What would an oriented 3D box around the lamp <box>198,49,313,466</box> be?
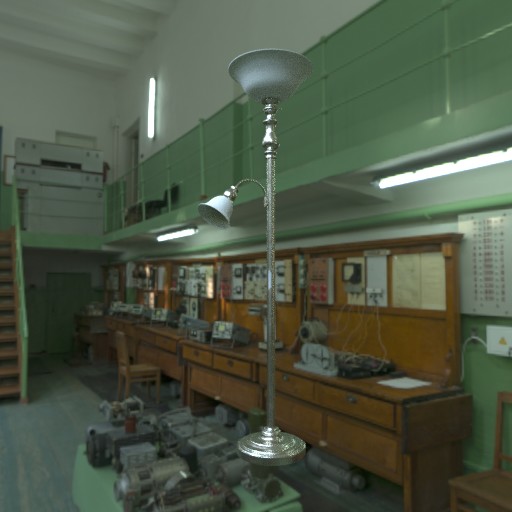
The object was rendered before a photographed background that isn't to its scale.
[{"bbox_3d":[0.000,0.000,2.027,0.575,1.785,0.405,2,-4,-35],"label":"lamp"}]
